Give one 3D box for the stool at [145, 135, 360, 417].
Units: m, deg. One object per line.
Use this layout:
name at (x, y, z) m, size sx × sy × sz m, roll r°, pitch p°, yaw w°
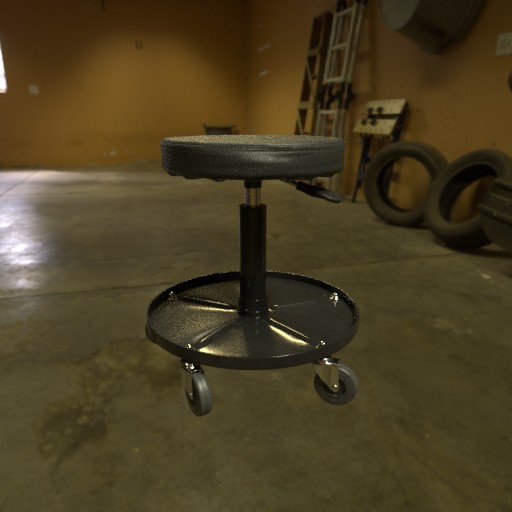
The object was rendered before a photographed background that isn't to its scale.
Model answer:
stool at (0.000, 0.000, 0.707) m, size 0.382 × 0.365 × 0.381 m, roll 9°, pitch 19°, yaw 27°
